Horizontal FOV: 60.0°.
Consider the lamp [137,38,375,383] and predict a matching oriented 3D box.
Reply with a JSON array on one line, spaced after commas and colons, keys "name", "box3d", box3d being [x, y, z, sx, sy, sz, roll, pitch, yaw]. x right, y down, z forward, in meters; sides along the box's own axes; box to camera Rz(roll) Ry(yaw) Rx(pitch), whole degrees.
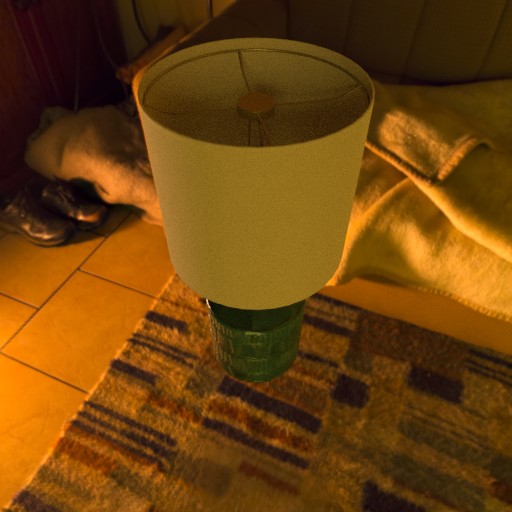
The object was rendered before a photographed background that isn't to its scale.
[{"name": "lamp", "box3d": [0.000, 0.000, 0.565, 0.211, 0.455, 0.211, 2, 47, 2]}]
